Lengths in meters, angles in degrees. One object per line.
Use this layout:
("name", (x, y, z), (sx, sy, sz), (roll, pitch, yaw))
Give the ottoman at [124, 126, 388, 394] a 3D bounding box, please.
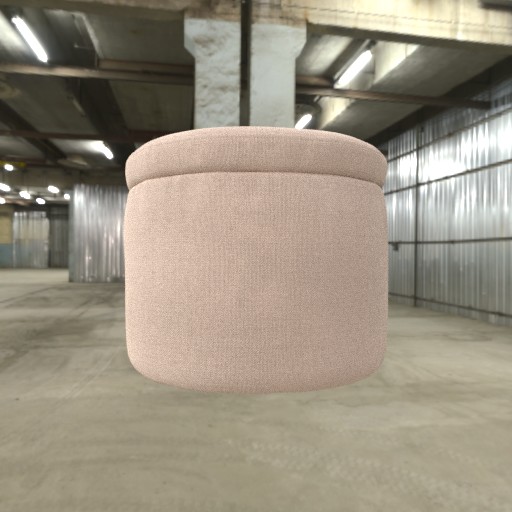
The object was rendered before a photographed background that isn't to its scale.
("ottoman", (0.000, 0.000, 0.870), (0.497, 0.409, 0.497), (0, 0, 0))
